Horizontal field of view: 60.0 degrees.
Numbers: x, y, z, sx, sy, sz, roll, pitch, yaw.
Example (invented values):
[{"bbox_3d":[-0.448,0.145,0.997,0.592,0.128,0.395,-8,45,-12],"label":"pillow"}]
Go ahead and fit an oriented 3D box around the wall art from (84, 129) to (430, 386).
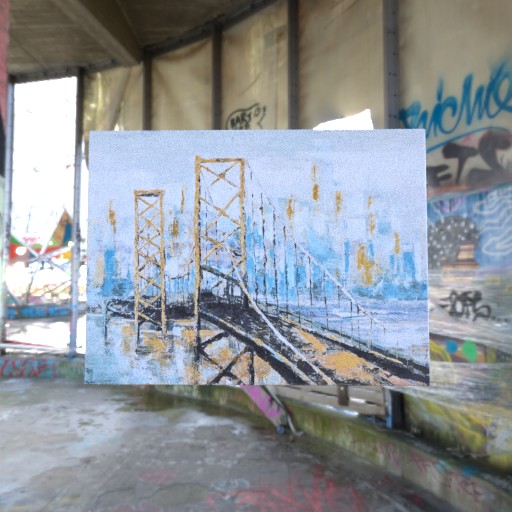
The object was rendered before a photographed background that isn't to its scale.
[{"bbox_3d":[0.000,0.000,1.336,1.016,0.762,0.038,0,-3,1],"label":"wall art"}]
